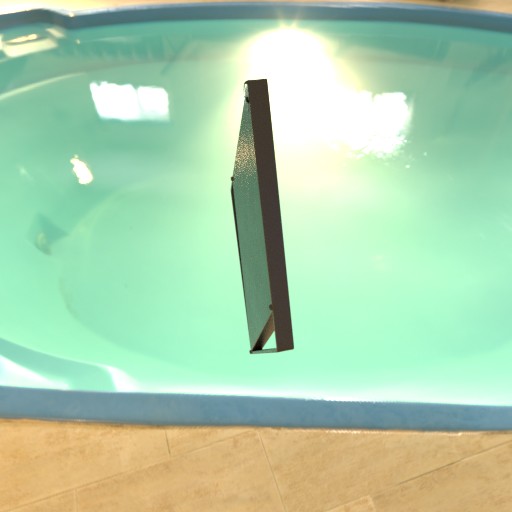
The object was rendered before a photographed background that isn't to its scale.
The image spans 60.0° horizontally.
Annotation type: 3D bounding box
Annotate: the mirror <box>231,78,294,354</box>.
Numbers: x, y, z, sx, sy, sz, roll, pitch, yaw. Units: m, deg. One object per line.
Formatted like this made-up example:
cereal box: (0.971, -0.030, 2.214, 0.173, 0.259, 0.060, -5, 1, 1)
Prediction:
mirror: (0.000, 0.000, 0.836, 0.032, 0.679, 0.419, -9, 47, -9)
